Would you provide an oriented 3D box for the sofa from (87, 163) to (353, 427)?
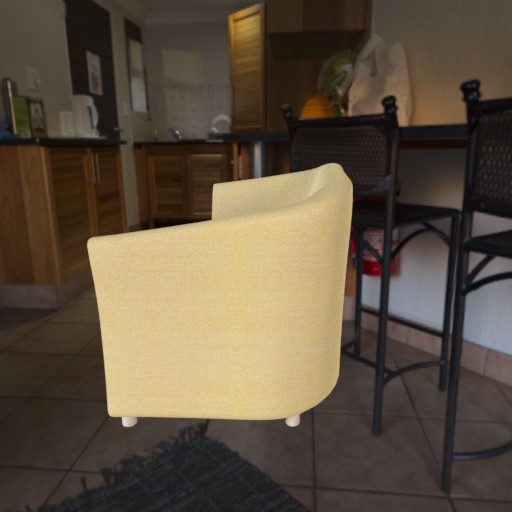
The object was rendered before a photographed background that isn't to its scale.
[{"bbox_3d":[0.000,0.000,1.851,0.705,0.721,1.452,2,15,8],"label":"sofa"}]
